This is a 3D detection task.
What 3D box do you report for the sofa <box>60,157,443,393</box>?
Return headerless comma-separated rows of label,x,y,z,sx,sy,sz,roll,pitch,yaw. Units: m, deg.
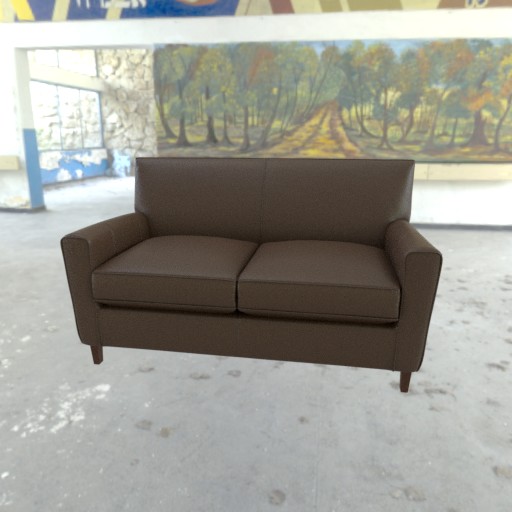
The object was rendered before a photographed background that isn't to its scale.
sofa,0.000,0.000,2.068,1.468,0.859,0.853,3,15,9
